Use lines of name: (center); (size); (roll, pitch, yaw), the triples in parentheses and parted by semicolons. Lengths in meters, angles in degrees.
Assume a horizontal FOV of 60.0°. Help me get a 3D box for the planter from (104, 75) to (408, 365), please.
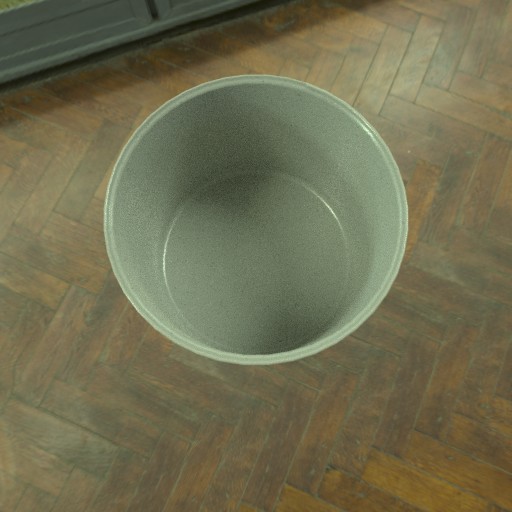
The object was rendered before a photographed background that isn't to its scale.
planter: (0.000, 0.000, 0.274); (0.130, 0.178, 0.130); (0, 77, 0)
